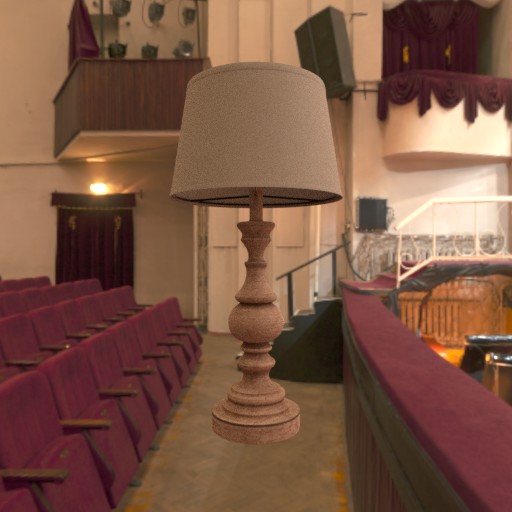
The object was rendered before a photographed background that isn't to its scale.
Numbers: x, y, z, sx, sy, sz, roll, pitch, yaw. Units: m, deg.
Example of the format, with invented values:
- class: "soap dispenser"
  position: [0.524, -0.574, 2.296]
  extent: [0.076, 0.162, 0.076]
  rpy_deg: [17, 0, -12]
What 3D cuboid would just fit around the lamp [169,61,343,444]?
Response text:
- class: "lamp"
  position: [0.000, 0.000, 0.884]
  extent: [0.340, 0.678, 0.340]
  rpy_deg: [0, 0, 0]
